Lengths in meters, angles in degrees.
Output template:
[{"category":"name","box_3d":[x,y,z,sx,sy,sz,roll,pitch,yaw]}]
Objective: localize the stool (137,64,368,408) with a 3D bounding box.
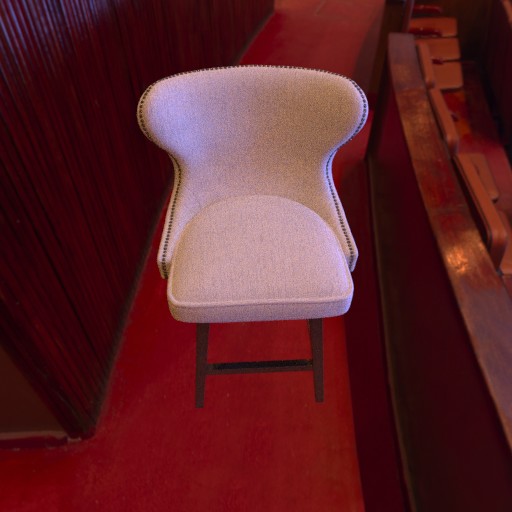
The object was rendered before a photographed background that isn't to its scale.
[{"category":"stool","box_3d":[0.000,0.000,1.396,0.615,0.972,0.597,-2,46,-2]}]
